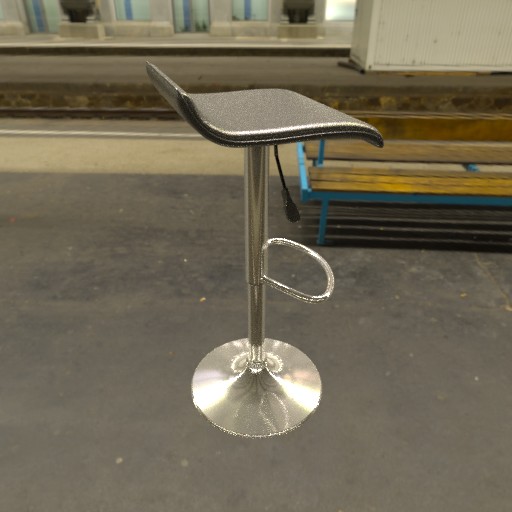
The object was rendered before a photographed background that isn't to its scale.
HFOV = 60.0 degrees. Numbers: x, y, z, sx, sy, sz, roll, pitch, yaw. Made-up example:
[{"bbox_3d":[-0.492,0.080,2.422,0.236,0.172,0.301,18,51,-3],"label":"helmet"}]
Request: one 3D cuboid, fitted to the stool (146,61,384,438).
[{"bbox_3d":[0.000,0.000,1.073,0.381,0.851,0.381,-10,32,-17],"label":"stool"}]
